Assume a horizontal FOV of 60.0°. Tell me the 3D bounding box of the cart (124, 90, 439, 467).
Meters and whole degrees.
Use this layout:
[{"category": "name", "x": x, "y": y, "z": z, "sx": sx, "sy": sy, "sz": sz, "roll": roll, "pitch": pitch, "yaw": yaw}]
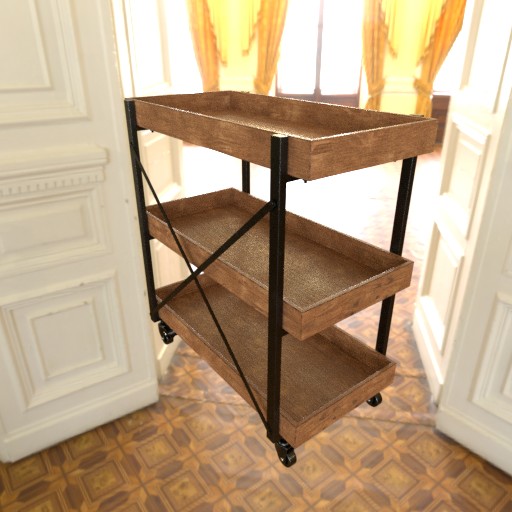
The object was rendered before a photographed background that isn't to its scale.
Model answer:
[{"category": "cart", "x": 0.000, "y": 0.000, "z": 1.244, "sx": 0.411, "sy": 0.800, "sz": 0.750, "roll": -19, "pitch": 31, "yaw": -33}]
